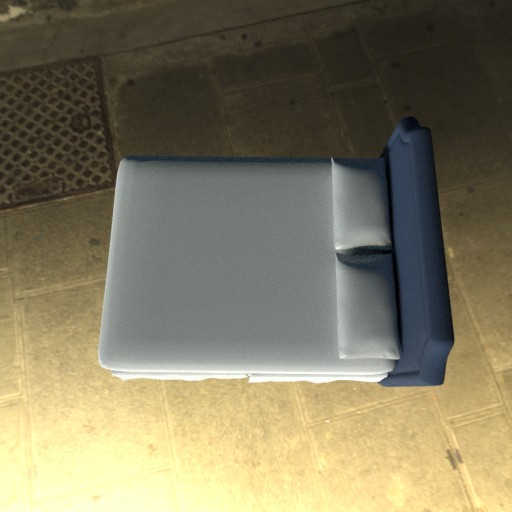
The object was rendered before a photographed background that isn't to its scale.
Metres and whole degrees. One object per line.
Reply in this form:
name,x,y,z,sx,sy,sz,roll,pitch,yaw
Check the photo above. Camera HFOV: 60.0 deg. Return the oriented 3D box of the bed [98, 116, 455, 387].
bed,0.000,0.000,3.271,2.260,1.297,1.831,1,74,0
